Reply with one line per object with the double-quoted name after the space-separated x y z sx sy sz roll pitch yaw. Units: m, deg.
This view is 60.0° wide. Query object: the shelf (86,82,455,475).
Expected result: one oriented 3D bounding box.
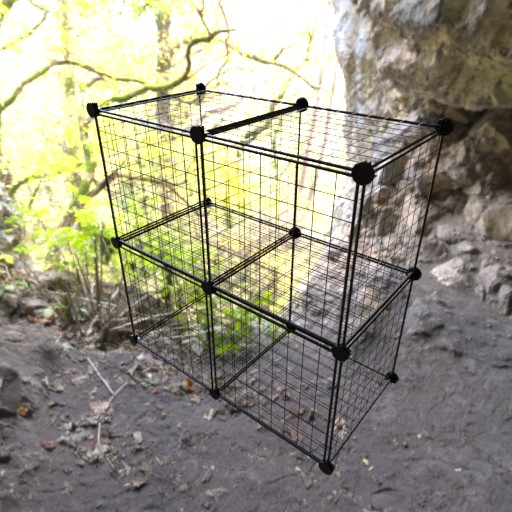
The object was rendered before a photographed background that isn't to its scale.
0.000 0.000 1.111 0.711 0.711 0.356 22 37 33 "shelf"
